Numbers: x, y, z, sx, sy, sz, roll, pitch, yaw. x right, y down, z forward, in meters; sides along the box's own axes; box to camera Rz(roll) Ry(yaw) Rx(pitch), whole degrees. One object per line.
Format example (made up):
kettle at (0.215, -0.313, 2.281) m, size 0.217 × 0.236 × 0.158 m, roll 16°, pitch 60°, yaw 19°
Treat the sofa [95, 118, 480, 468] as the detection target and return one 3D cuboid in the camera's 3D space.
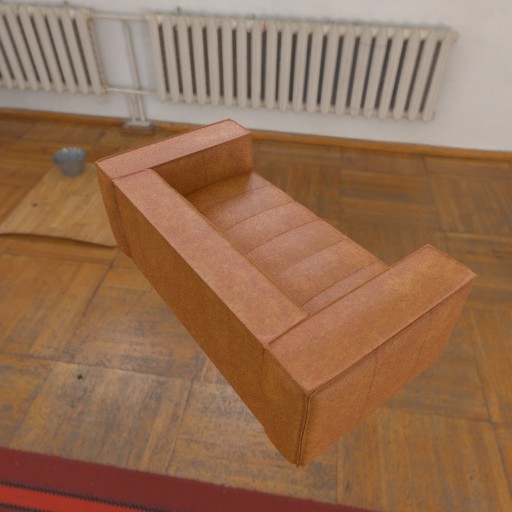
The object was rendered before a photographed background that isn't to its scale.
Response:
sofa at (0.000, 0.000, 2.629) m, size 1.102 × 0.703 × 2.088 m, roll -26°, pitch 48°, yaw -26°
